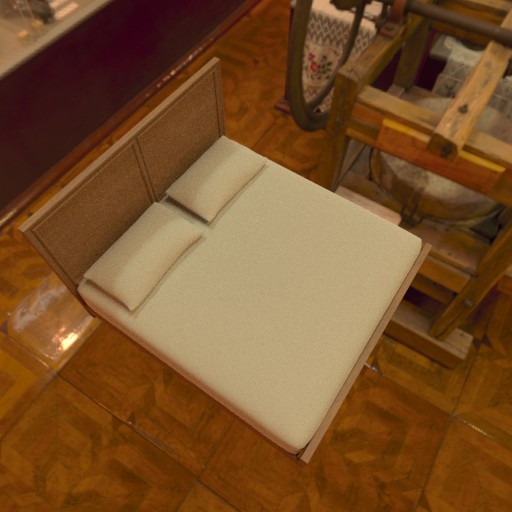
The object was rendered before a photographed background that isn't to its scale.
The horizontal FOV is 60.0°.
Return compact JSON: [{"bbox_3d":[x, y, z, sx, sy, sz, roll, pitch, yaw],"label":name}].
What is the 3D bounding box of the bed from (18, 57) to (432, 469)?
[{"bbox_3d":[0.000,0.000,3.428,2.184,1.387,2.003,31,64,17],"label":"bed"}]
